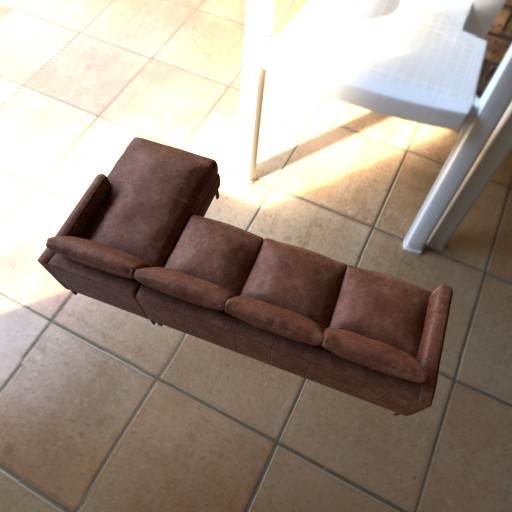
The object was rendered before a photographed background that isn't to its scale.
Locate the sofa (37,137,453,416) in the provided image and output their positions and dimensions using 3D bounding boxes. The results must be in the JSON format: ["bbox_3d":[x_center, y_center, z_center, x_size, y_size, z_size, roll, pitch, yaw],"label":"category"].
[{"bbox_3d":[0.000,0.000,3.594,2.993,0.859,1.471,19,64,9],"label":"sofa"}]
